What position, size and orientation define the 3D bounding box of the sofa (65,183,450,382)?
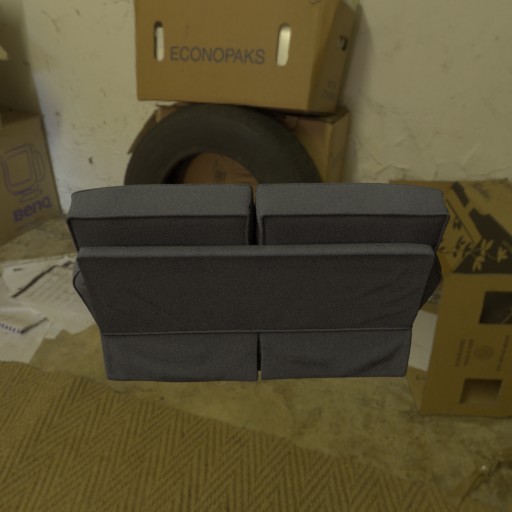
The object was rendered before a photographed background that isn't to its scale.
[{"bbox_3d":[0.000,0.000,2.466,1.801,1.059,0.997,-1,29,-1],"label":"sofa"}]
